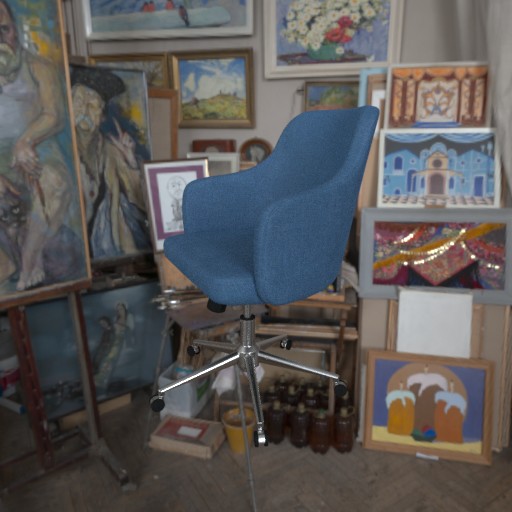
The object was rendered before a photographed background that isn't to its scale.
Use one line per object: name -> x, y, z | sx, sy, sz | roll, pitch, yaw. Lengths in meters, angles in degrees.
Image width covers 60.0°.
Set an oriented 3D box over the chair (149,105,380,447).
chair -> 0.000, 0.000, 1.272 | 0.655, 0.820, 0.599 | -7, 16, -24
